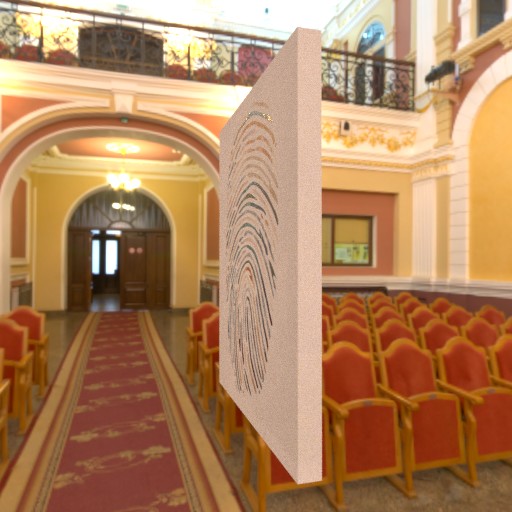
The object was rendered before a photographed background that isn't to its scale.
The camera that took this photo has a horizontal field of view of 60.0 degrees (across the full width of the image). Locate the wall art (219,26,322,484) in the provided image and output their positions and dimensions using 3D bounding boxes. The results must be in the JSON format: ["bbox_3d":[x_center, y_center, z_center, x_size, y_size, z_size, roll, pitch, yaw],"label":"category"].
[{"bbox_3d":[0.000,0.000,0.834,0.037,0.606,0.508,0,0,-17],"label":"wall art"}]
